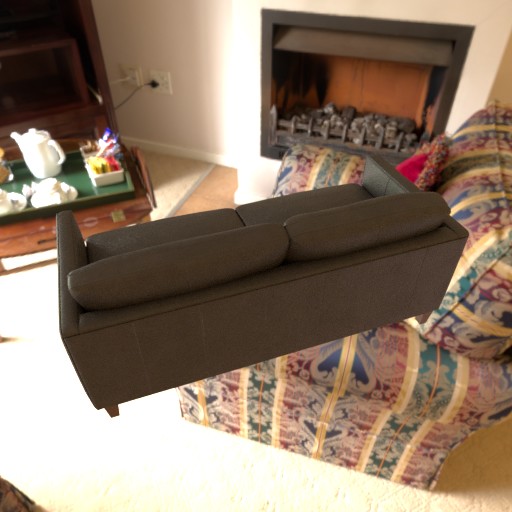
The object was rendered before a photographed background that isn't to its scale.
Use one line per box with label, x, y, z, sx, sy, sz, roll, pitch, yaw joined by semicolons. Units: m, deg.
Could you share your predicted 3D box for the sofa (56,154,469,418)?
sofa;0.000;0.000;2.448;1.971;0.863;0.933;-13;42;-15
